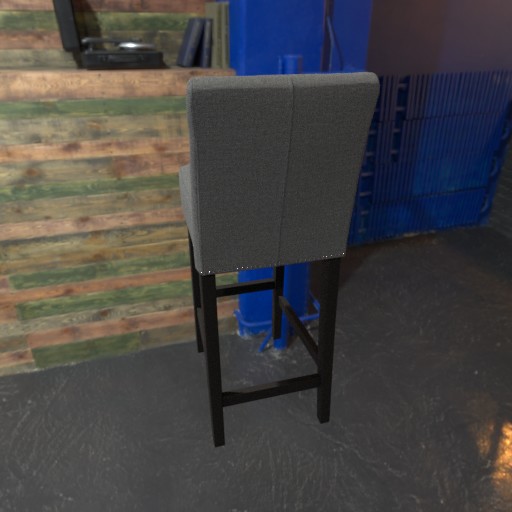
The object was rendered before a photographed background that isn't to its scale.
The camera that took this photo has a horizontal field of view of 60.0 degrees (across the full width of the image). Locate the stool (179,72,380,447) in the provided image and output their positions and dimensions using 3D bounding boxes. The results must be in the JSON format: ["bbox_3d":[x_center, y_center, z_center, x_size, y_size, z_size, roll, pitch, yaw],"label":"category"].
[{"bbox_3d":[0.000,0.000,1.325,0.411,1.047,0.548,-7,28,-14],"label":"stool"}]
